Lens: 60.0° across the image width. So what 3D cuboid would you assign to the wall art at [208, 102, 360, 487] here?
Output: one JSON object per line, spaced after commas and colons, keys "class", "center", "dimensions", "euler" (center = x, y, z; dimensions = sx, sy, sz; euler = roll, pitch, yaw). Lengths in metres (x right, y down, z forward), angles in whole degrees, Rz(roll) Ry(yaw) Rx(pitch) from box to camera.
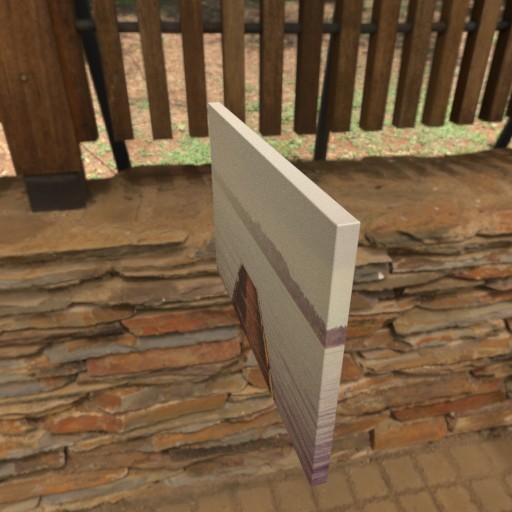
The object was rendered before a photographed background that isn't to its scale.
{"class": "wall art", "center": [0.000, 0.000, 1.161], "dimensions": [0.037, 0.609, 0.916], "euler": [-9, 31, -15]}
